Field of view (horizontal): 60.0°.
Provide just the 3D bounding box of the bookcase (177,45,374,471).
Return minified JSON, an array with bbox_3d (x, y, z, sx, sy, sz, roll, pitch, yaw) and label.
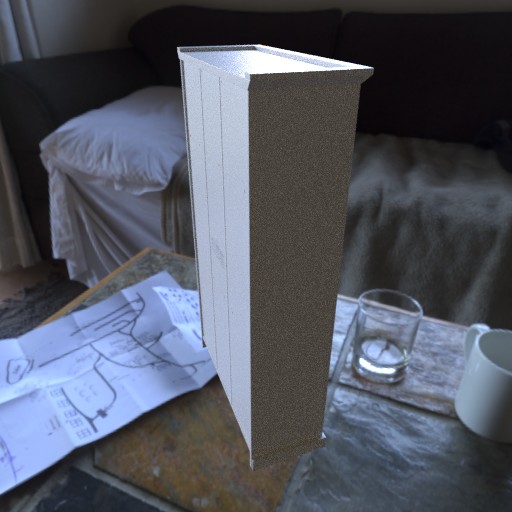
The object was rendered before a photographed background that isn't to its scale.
[{"bbox_3d":[0.000,0.000,2.272,0.432,1.880,1.050,-10,31,-18],"label":"bookcase"}]
